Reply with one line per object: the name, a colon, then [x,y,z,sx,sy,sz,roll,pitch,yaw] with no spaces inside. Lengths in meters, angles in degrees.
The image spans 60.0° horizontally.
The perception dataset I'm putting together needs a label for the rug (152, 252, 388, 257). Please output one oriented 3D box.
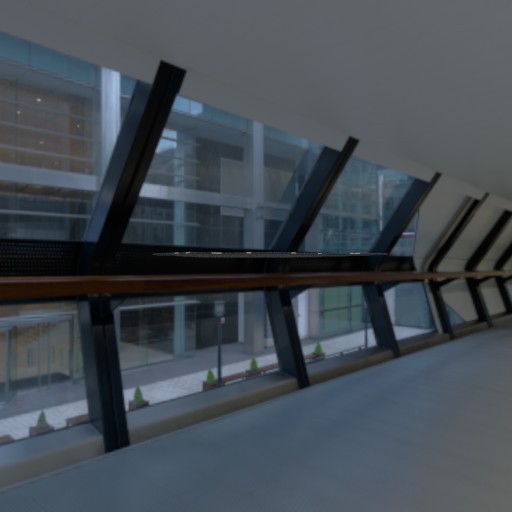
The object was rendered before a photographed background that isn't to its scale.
rug: [0.000,0.000,2.713,0.807,0.010,2.476,0,0,-2]
